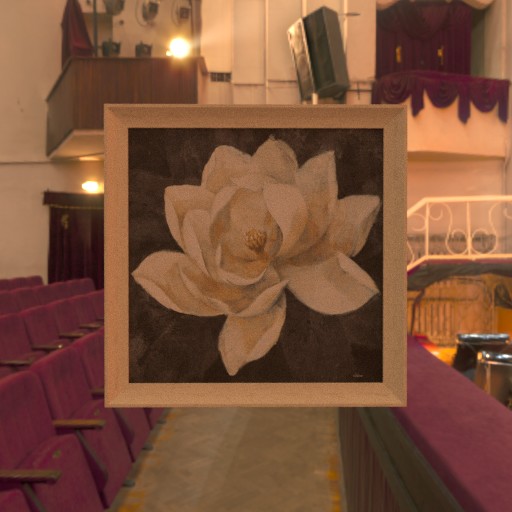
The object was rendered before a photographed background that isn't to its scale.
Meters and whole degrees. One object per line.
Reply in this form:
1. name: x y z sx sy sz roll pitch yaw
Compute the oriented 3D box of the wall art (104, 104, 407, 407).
1. wall art: 0.000 0.000 1.509 1.016 1.016 0.045 0 0 0
